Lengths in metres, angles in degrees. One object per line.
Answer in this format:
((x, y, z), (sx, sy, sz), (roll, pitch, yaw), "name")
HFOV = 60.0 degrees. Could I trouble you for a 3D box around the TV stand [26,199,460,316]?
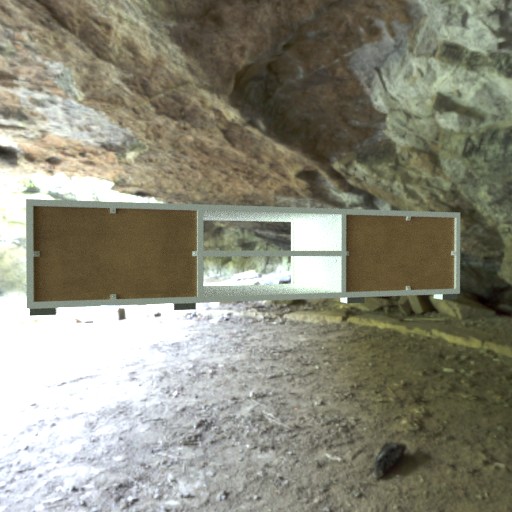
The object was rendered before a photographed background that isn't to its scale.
((0.000, 0.000, 1.576), (1.400, 0.310, 0.420), (0, 1, -17), "TV stand")
